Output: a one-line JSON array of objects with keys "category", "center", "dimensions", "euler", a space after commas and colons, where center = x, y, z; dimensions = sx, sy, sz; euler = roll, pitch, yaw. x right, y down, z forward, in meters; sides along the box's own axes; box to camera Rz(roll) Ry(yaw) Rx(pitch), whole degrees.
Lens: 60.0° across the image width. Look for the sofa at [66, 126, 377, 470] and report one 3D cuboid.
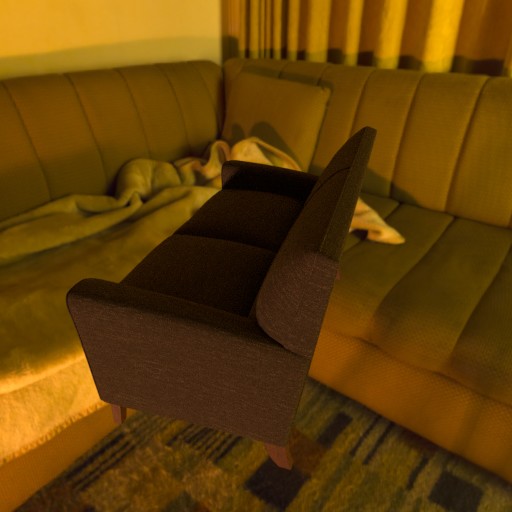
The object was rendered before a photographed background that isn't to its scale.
[{"category": "sofa", "center": [0.000, 0.000, 2.004], "dimensions": [0.867, 0.905, 1.509], "euler": [9, 30, 15]}]
